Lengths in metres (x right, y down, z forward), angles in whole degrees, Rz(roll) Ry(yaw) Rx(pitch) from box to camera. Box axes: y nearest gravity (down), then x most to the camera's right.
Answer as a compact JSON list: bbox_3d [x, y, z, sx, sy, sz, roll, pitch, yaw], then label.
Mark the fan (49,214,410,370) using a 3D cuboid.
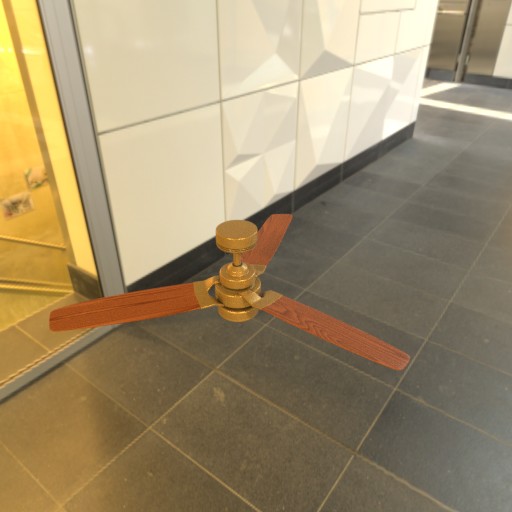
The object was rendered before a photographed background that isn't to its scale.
[{"bbox_3d":[0.000,0.000,2.052,1.416,0.425,1.271,9,33,15],"label":"fan"}]
